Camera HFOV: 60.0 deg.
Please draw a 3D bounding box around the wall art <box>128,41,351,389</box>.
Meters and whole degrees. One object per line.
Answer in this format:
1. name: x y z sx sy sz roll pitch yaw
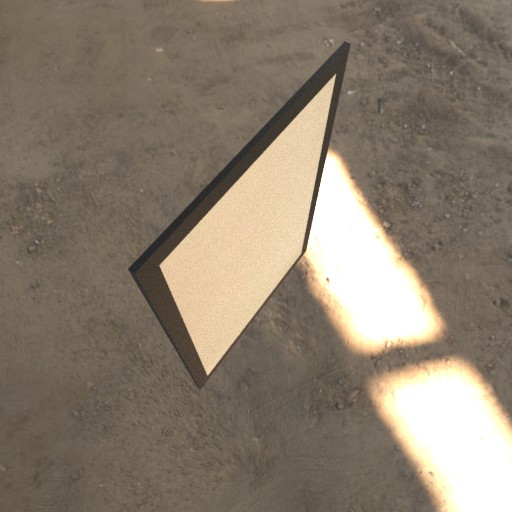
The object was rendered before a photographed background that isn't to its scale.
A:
1. wall art: 0.000 0.000 0.700 0.008 0.530 0.379 33 67 16
